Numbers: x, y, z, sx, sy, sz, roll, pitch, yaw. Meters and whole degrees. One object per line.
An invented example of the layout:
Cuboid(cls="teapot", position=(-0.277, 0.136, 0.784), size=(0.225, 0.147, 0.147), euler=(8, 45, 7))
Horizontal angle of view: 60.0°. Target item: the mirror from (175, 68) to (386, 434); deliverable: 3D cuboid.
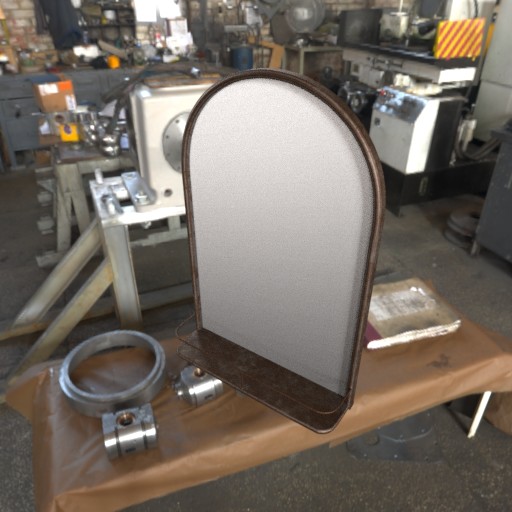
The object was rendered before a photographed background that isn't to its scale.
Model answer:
Cuboid(cls="mirror", position=(0.000, 0.000, 0.998), size=(0.510, 0.770, 0.137), euler=(20, 37, 29))
